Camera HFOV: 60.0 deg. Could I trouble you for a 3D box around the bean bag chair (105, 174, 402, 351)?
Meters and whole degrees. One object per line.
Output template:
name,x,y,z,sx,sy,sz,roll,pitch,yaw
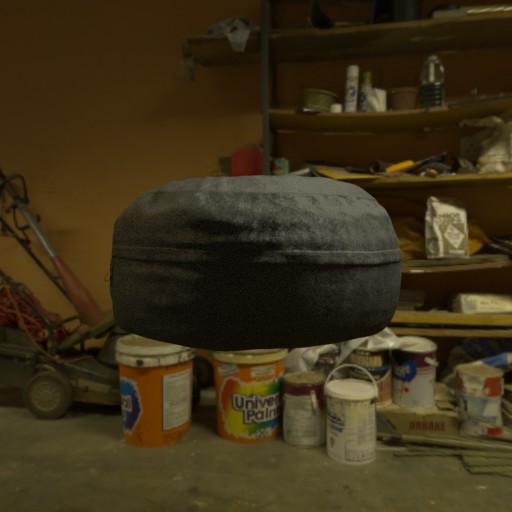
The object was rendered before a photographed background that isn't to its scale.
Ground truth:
bean bag chair,0.000,0.000,2.427,1.525,0.751,1.525,0,2,0
